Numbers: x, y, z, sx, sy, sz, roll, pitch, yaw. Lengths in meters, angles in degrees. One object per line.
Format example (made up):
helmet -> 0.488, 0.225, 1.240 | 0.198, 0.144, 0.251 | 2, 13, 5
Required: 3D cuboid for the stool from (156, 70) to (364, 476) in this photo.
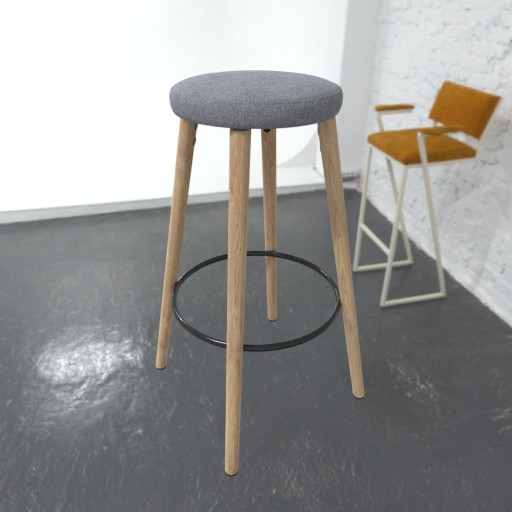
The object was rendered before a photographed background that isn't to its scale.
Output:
stool -> 0.000, 0.000, 1.000 | 0.410, 0.770, 0.410 | -18, 35, -29
